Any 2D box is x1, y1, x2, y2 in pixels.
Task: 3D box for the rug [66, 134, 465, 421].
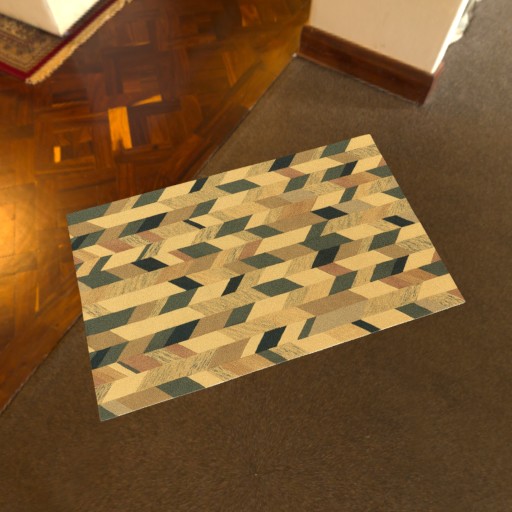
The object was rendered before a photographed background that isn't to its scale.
[{"bbox_3d":[0.000,0.000,3.084,2.423,0.008,1.513,-16,65,-8],"label":"rug"}]
